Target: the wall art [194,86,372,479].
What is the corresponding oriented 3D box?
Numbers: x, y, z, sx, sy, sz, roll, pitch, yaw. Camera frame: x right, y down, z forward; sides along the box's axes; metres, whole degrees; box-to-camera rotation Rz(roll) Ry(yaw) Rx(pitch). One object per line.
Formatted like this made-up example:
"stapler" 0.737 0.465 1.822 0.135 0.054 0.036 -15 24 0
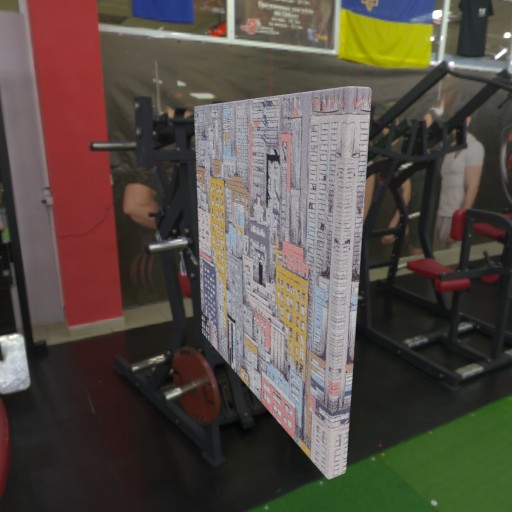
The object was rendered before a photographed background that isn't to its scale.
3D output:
"wall art" 0.000 0.000 1.144 0.048 0.762 0.761 -8 18 -25
